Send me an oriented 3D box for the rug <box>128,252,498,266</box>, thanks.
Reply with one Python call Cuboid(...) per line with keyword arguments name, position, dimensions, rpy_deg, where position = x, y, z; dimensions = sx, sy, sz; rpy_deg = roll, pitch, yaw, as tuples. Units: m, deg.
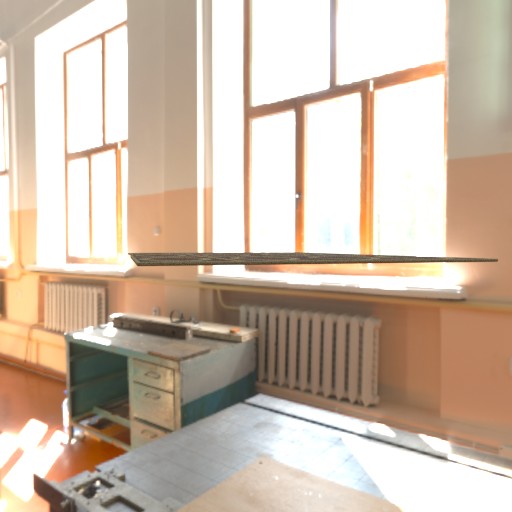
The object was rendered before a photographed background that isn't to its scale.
Cuboid(name="rug", position=(0.000, 0.000, 2.788), dimensions=(1.526, 0.014, 2.290), rpy_deg=(0, 1, -17))
